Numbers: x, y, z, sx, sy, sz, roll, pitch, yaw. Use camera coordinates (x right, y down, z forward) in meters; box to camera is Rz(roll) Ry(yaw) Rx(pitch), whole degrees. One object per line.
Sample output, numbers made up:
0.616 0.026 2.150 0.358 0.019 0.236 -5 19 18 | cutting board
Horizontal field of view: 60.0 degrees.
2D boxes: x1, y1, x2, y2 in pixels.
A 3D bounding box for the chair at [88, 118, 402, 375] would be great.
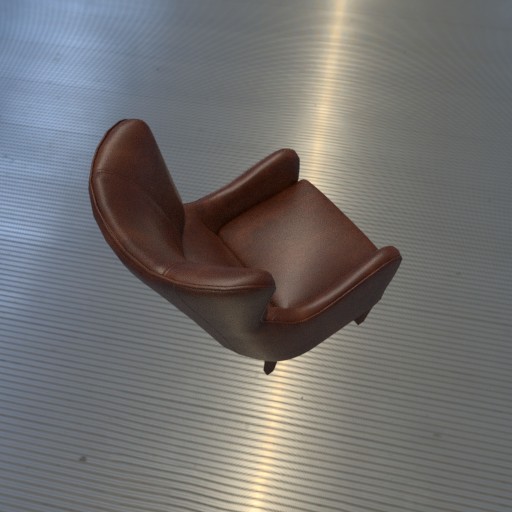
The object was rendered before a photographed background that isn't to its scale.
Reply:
0.000 0.000 1.648 0.914 1.048 0.692 -30 62 -18 | chair
